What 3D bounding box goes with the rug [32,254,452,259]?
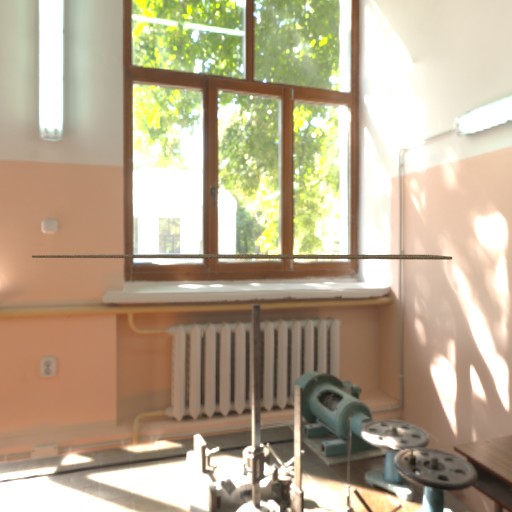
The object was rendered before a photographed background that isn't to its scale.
[{"bbox_3d":[0.000,0.000,2.987,2.290,0.014,1.526,0,1,17],"label":"rug"}]
